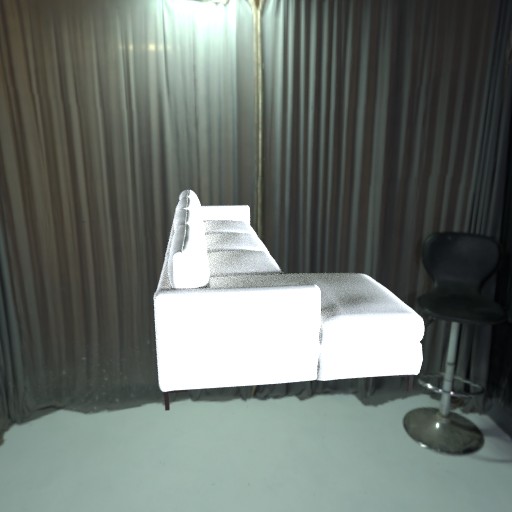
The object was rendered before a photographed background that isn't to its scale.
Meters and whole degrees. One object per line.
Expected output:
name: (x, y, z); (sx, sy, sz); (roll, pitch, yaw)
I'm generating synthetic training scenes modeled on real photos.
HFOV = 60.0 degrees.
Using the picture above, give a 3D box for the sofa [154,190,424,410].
sofa: (0.000, 0.000, 3.834); (1.467, 0.875, 3.186); (-2, 15, -8)
